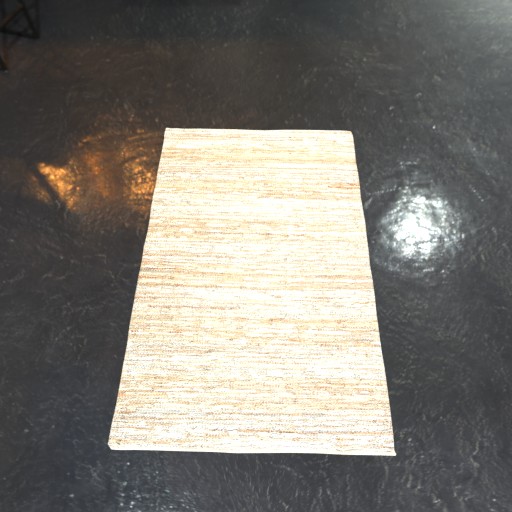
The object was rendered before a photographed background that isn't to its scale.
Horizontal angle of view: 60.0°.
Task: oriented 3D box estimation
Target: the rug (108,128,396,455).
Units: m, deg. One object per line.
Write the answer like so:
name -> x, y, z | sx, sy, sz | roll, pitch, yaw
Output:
rug -> 0.000, 0.000, 2.980 | 1.529, 0.009, 2.446 | 1, 58, 1
